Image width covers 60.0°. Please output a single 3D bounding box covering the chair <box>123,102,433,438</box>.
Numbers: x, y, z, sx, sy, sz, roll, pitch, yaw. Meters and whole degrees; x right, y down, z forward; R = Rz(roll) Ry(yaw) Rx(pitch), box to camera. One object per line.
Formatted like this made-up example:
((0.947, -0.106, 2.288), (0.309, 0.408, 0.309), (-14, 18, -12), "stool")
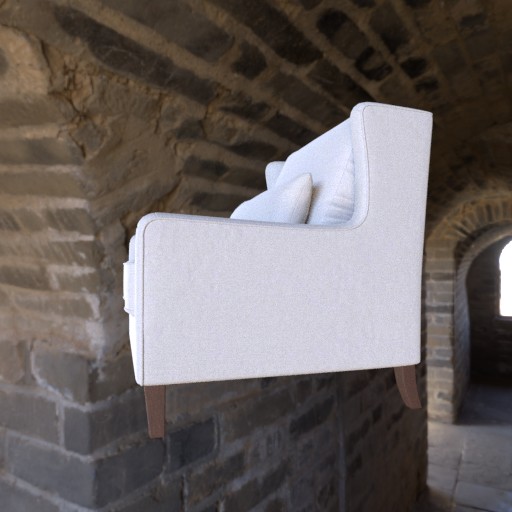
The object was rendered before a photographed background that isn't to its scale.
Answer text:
((0.000, 0.000, 1.817), (1.040, 1.056, 0.982), (0, -1, -17), "chair")
